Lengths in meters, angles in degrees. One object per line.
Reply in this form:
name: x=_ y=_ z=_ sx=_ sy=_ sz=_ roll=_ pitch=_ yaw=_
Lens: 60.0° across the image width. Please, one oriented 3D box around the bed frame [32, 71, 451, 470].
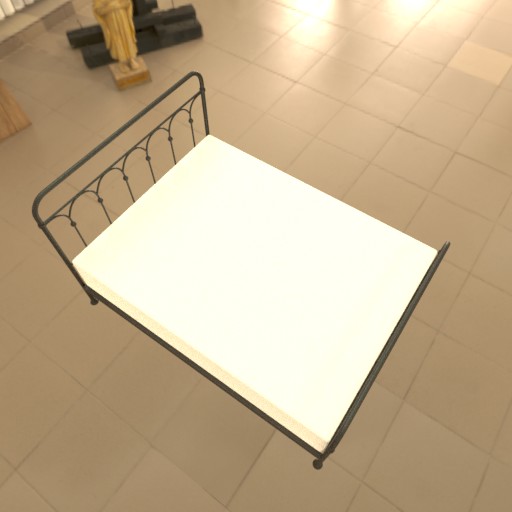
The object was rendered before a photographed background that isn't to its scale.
bed frame: x=0.000 y=0.000 z=3.139 sx=2.203 sy=1.276 sz=1.664 roll=31 pitch=63 yaw=18
